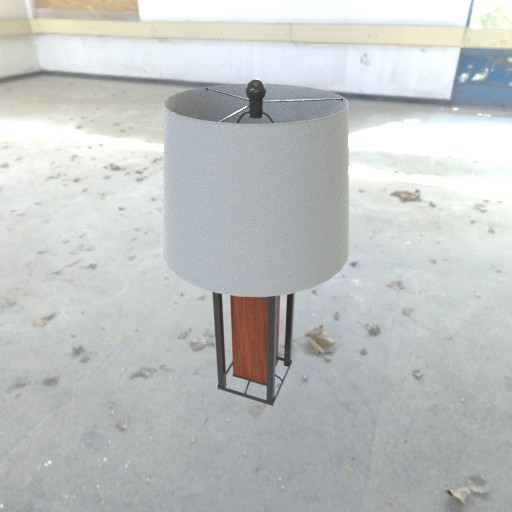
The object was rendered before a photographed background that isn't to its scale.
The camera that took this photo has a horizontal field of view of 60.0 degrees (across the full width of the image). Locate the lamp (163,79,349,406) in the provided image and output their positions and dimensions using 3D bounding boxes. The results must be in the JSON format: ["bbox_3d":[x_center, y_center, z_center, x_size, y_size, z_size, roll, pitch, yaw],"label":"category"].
[{"bbox_3d":[0.000,0.000,0.786,0.320,0.591,0.320,0,31,0],"label":"lamp"}]
